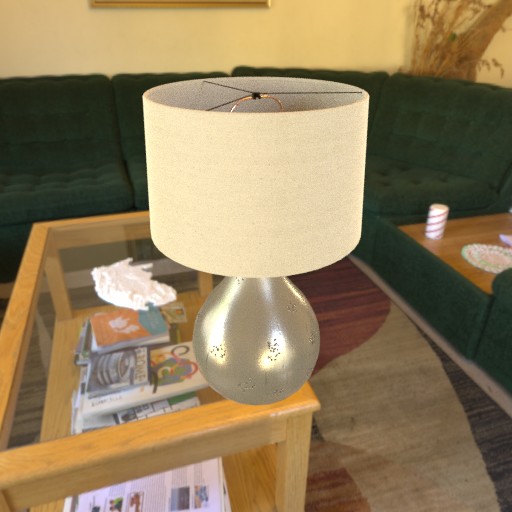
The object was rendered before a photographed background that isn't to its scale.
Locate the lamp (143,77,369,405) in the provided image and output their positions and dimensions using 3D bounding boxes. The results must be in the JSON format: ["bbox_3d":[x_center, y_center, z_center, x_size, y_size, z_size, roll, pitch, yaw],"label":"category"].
[{"bbox_3d":[0.000,0.000,0.740,0.330,0.521,0.330,0,29,0],"label":"lamp"}]
